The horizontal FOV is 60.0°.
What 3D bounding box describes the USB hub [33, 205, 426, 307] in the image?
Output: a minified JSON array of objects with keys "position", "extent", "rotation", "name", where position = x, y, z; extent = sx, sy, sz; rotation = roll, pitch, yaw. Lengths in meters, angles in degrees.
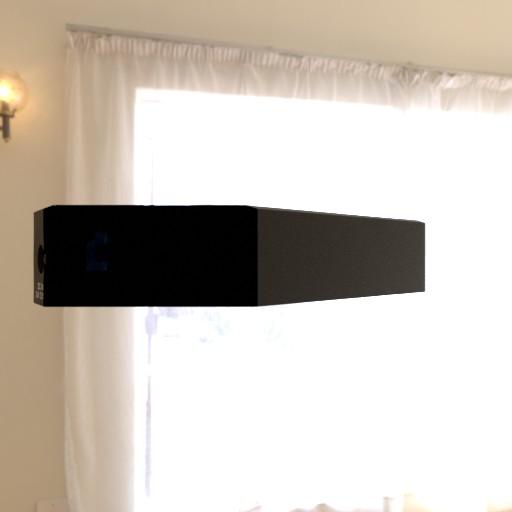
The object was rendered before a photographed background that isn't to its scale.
[{"position":[0.000,0.000,0.128],"extent":[0.110,0.023,0.044],"rotation":[0,0,-38],"name":"USB hub"}]
